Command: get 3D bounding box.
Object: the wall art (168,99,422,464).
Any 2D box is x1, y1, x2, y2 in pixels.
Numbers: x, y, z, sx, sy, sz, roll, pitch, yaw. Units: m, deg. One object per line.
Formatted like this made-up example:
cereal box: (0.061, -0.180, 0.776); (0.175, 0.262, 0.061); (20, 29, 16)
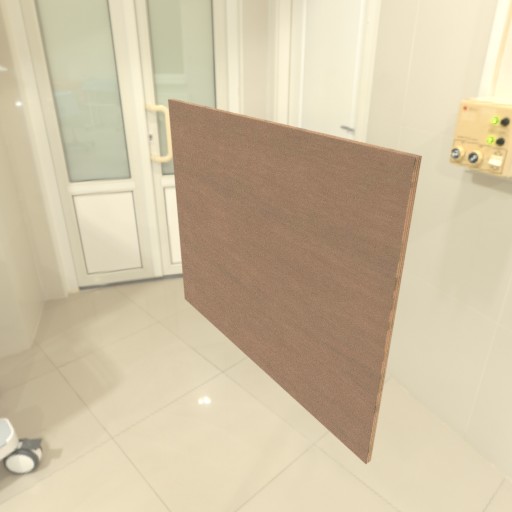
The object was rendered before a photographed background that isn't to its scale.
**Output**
wall art: (0.000, 0.000, 0.681); (0.010, 0.408, 0.508); (-18, 32, -32)
